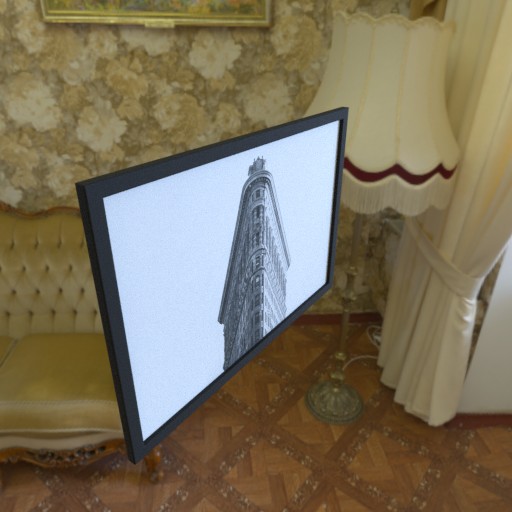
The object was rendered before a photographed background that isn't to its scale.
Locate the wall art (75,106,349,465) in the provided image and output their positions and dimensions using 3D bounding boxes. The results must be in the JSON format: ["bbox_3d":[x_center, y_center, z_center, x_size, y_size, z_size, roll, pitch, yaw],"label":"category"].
[{"bbox_3d":[0.000,0.000,1.207,0.049,0.659,0.964,19,33,33],"label":"wall art"}]
